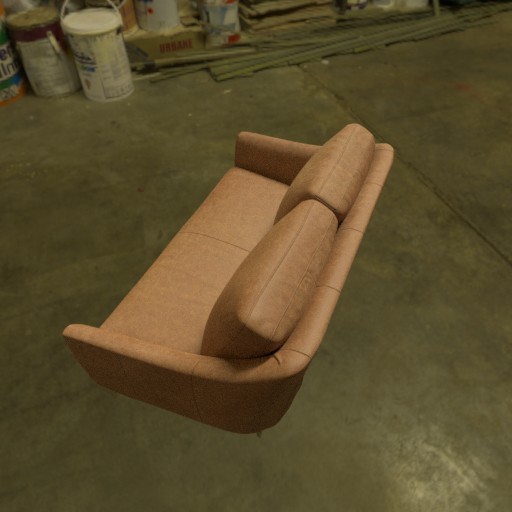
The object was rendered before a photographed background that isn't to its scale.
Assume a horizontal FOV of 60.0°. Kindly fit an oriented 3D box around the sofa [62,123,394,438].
[{"bbox_3d":[0.000,0.000,2.174,0.960,0.902,1.619,18,49,16],"label":"sofa"}]
